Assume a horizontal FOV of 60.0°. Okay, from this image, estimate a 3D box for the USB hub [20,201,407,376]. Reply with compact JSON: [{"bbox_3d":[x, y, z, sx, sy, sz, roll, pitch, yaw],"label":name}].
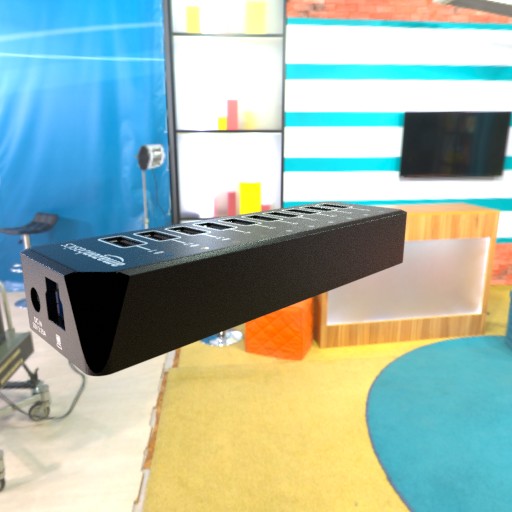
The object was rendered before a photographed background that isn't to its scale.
[{"bbox_3d":[0.000,0.000,0.160,0.145,0.023,0.044,-14,20,-43],"label":"USB hub"}]
